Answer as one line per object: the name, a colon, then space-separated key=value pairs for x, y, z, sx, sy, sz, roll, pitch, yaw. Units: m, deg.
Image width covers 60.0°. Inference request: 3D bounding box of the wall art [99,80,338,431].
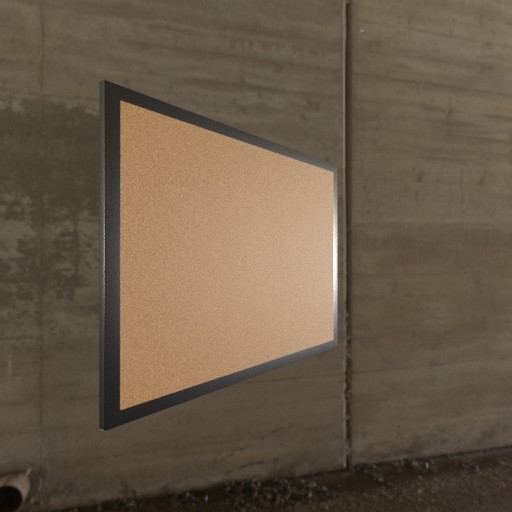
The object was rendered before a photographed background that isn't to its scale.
wall art: x=0.000 y=0.000 z=1.029 sx=0.015 sy=0.552 sz=0.819 roll=0 pitch=0 yaw=36
